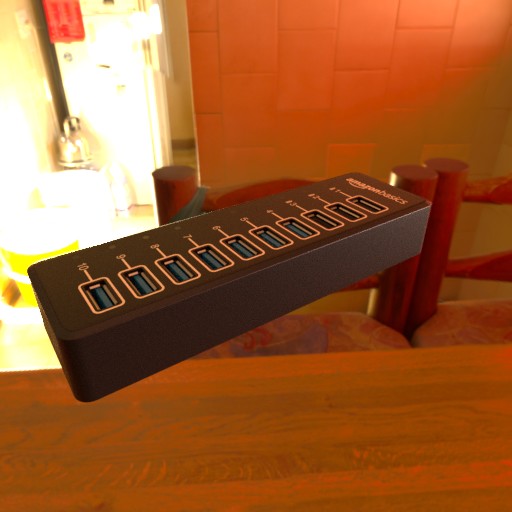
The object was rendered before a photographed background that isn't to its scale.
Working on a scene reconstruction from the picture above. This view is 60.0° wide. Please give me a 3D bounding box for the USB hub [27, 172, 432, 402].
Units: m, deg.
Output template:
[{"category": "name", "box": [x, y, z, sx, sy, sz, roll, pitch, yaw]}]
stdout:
[{"category": "USB hub", "box": [0.000, 0.000, 0.163, 0.145, 0.023, 0.044, -20, 36, -29]}]
